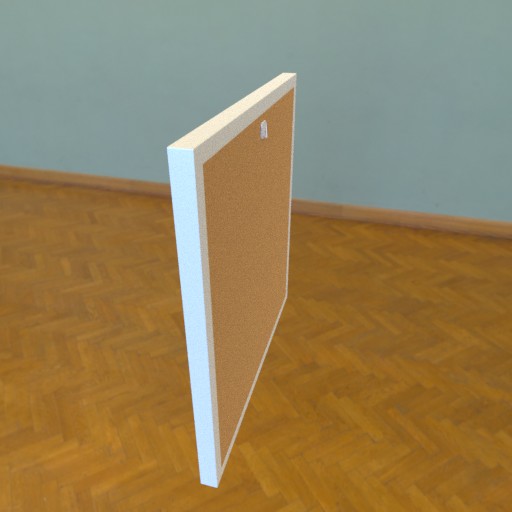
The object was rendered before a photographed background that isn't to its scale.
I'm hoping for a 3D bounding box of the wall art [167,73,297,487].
[{"bbox_3d":[0.000,0.000,1.115,0.050,0.762,0.761,8,31,13],"label":"wall art"}]
